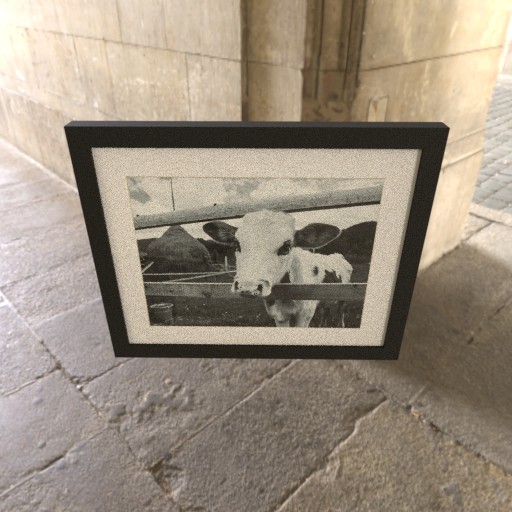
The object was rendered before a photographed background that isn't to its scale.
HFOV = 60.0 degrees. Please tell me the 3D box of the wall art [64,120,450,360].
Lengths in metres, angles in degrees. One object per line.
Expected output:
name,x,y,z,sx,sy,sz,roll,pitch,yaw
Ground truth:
wall art,0.000,0.000,0.558,0.404,0.329,0.024,0,31,1
